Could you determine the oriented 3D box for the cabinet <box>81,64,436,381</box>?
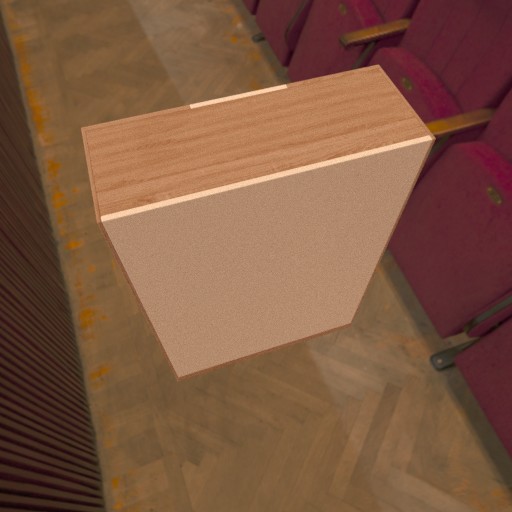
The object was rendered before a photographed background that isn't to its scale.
[{"bbox_3d":[0.000,0.000,2.902,1.500,2.120,0.590,-16,59,-10],"label":"cabinet"}]
